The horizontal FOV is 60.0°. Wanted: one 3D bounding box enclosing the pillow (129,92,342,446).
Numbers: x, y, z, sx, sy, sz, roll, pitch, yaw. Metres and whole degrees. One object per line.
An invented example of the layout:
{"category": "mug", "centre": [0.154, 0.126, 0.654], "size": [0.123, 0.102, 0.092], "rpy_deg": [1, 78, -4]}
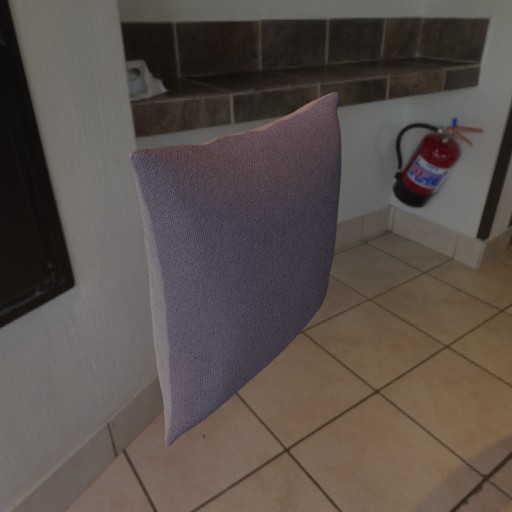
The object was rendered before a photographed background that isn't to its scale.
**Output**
{"category": "pillow", "centre": [0.000, 0.000, 0.701], "size": [0.204, 0.439, 0.452], "rpy_deg": [19, 34, 31]}
